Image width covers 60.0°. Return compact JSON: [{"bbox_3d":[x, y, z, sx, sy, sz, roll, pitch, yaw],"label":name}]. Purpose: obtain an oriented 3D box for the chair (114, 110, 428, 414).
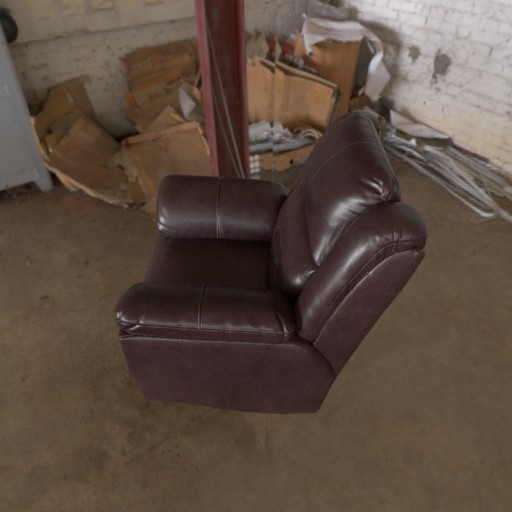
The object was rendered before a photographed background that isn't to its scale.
[{"bbox_3d":[0.000,0.000,1.915,1.041,1.093,0.990,1,40,1],"label":"chair"}]
